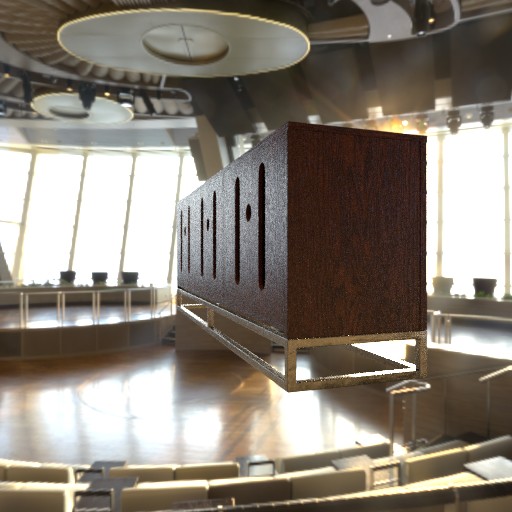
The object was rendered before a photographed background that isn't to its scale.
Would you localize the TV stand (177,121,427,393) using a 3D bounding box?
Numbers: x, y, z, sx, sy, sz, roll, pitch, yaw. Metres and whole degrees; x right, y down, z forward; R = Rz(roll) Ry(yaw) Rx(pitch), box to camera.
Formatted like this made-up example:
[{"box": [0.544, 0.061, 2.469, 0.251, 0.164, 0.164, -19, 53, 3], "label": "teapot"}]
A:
[{"box": [0.000, 0.000, 1.731, 0.382, 0.578, 1.541, 0, 0, -19], "label": "TV stand"}]
